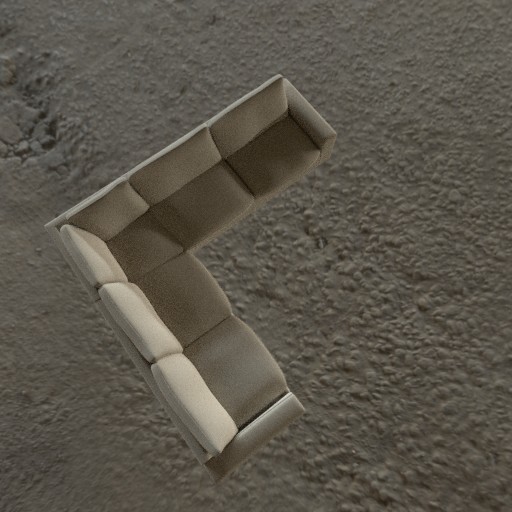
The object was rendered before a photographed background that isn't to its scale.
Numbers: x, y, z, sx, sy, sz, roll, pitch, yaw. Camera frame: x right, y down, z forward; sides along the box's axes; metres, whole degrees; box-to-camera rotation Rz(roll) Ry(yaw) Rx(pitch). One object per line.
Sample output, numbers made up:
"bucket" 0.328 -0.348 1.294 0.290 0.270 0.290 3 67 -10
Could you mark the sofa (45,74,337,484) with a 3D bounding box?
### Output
"sofa" 0.000 0.000 4.724 3.206 0.918 3.066 -36 76 -10
